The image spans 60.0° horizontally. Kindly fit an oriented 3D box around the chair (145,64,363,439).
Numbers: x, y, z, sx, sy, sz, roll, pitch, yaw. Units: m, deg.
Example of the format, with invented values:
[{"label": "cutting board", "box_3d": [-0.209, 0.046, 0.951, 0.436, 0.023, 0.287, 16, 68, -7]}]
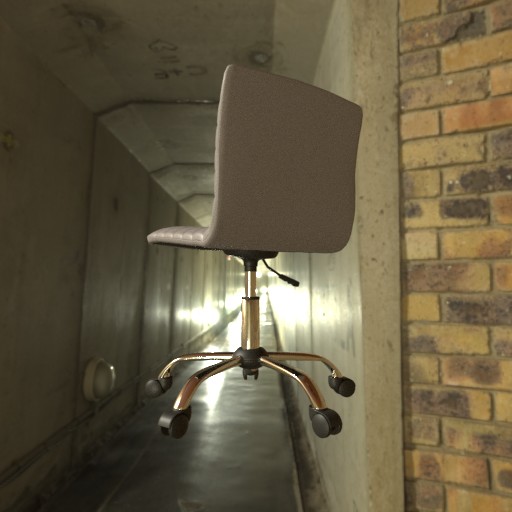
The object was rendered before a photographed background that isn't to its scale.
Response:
[{"label": "chair", "box_3d": [0.000, 0.000, 1.115, 0.569, 0.750, 0.542, 2, -3, -36]}]
